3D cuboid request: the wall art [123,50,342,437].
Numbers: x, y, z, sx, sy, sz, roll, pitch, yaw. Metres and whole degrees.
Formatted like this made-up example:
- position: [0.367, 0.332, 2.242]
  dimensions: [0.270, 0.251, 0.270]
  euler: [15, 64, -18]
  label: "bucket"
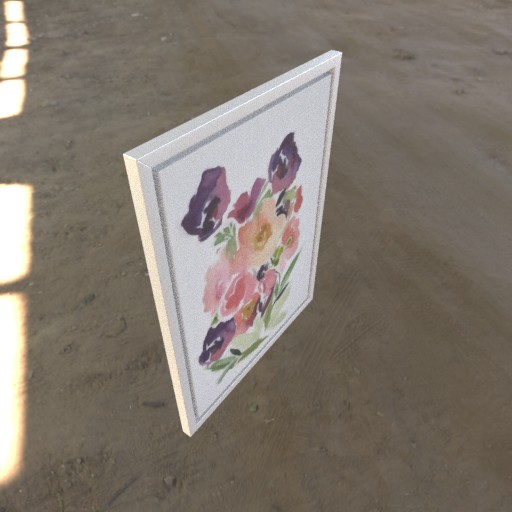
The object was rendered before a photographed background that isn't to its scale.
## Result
- position: [0.000, 0.000, 1.422]
  dimensions: [0.042, 1.056, 0.805]
  euler: [26, 47, 27]
  label: "wall art"
